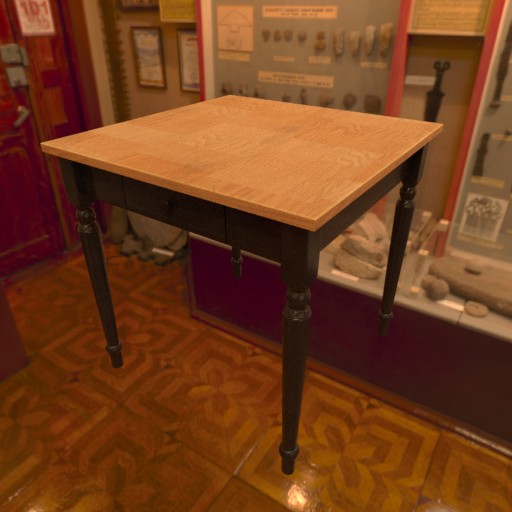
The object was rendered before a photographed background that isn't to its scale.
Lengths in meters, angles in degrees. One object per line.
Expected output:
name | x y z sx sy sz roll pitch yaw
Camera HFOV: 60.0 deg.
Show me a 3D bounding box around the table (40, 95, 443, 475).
table | 0.000 0.000 1.333 0.747 0.738 0.747 19 35 30
